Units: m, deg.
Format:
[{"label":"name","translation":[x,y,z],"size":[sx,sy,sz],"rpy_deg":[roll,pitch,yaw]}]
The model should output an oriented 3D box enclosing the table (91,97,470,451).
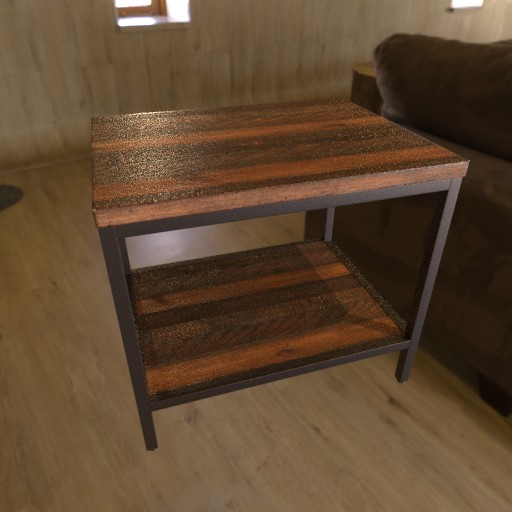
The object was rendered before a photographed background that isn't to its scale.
[{"label":"table","translation":[0.000,0.000,1.120],"size":[0.678,0.612,0.524],"rpy_deg":[-10,34,-15]}]
